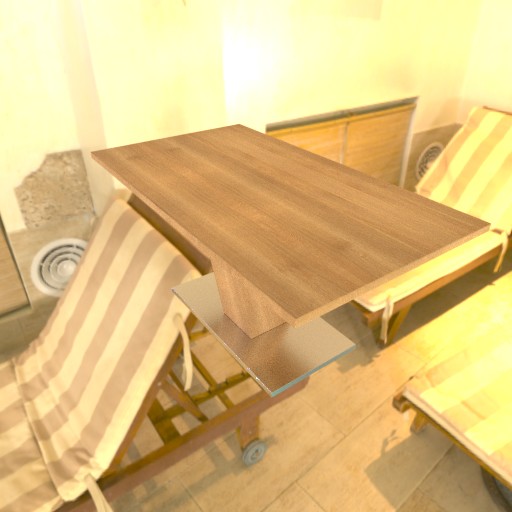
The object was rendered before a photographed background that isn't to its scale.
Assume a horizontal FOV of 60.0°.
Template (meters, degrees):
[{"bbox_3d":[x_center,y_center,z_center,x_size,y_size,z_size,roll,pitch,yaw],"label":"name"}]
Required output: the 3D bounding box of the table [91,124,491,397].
[{"bbox_3d":[0.000,0.000,2.092,0.900,0.750,1.600,-21,37,-30],"label":"table"}]
